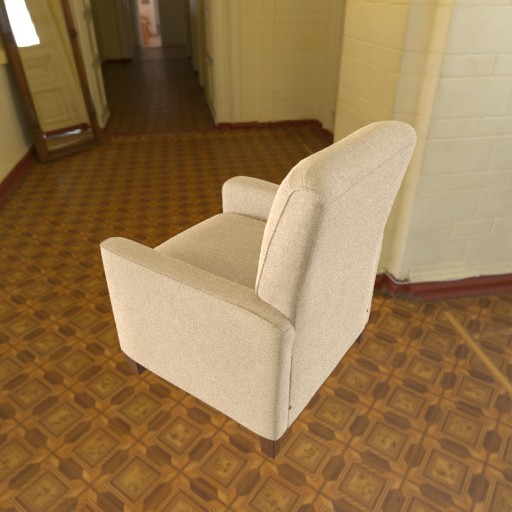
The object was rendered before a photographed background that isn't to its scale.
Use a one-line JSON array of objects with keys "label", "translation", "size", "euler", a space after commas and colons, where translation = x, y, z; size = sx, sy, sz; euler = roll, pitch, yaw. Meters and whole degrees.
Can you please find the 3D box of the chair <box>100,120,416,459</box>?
[{"label": "chair", "translation": [0.000, 0.000, 1.682], "size": [0.859, 1.023, 0.845], "euler": [20, 36, 29]}]
